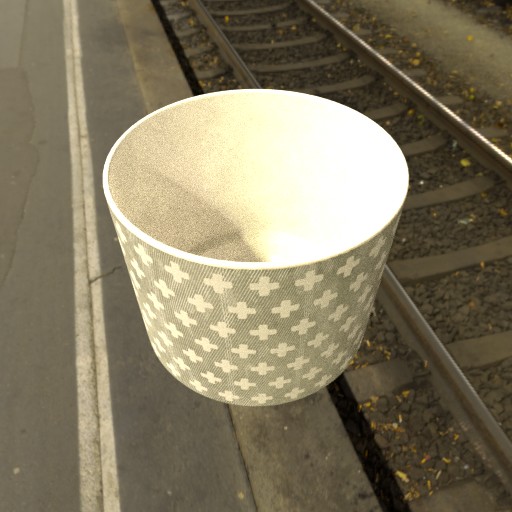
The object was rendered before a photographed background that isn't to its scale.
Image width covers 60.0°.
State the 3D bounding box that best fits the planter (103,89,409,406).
[{"bbox_3d":[0.000,0.000,0.457,0.250,0.239,0.250,0,46,0],"label":"planter"}]
